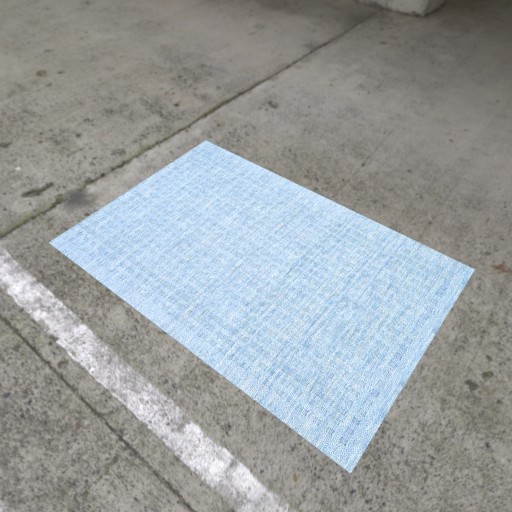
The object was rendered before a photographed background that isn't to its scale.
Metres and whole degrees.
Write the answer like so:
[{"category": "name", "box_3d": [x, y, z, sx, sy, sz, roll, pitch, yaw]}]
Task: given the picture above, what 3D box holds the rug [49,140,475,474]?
[{"category": "rug", "box_3d": [0.000, 0.000, 2.848, 2.286, 0.006, 1.522, 31, 55, 25]}]
